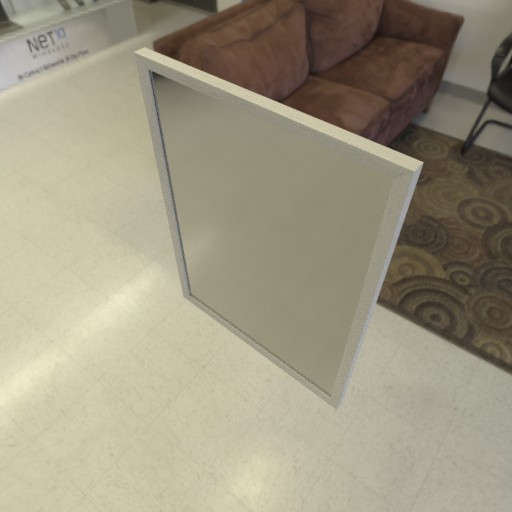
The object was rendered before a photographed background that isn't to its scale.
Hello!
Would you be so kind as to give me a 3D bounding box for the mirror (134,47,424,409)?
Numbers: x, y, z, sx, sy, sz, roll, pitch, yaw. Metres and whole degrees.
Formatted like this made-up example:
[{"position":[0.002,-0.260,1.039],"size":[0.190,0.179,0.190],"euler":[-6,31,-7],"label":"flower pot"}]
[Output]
[{"position":[0.000,0.000,1.331],"size":[0.762,1.016,0.040],"euler":[32,55,25],"label":"mirror"}]
